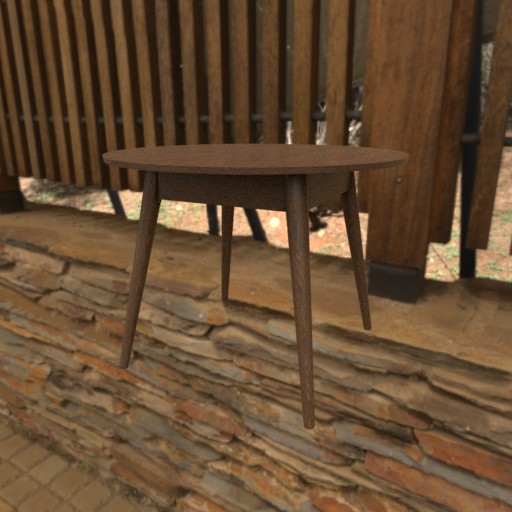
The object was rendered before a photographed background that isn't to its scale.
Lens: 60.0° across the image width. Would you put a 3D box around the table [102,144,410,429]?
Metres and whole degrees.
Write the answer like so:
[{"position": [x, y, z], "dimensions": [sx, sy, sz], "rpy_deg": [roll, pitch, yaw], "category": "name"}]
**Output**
[{"position": [0.000, 0.000, 1.714], "dimensions": [1.053, 0.786, 1.053], "rpy_deg": [0, 17, 0], "category": "table"}]
